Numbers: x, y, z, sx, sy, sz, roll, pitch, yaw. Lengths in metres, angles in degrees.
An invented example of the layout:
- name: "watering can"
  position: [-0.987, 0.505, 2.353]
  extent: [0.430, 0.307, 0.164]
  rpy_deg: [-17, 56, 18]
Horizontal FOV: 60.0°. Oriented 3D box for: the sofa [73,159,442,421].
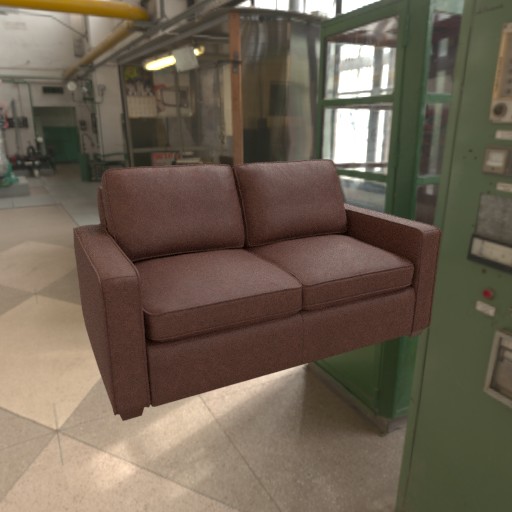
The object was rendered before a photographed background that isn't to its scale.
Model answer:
- name: "sofa"
  position: [0.000, 0.000, 2.328]
  extent: [1.709, 0.918, 0.947]
  rpy_deg: [-9, 19, -26]
